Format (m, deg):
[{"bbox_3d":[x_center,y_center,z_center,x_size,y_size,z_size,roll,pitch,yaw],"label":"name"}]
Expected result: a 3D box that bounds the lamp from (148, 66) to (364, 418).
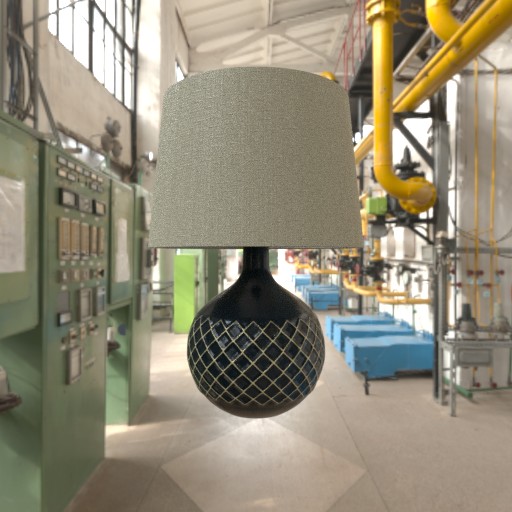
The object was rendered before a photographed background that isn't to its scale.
[{"bbox_3d":[0.000,0.000,0.793,0.376,0.540,0.376,0,0,0],"label":"lamp"}]
